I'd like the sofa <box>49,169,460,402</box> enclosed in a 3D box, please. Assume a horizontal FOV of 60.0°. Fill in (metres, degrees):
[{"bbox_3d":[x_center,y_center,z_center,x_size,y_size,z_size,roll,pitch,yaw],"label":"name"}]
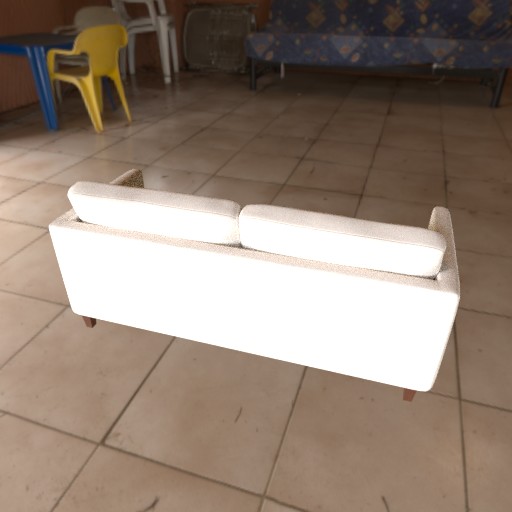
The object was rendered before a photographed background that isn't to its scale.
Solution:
[{"bbox_3d":[0.000,0.000,2.657,2.139,0.933,0.924,10,34,15],"label":"sofa"}]
